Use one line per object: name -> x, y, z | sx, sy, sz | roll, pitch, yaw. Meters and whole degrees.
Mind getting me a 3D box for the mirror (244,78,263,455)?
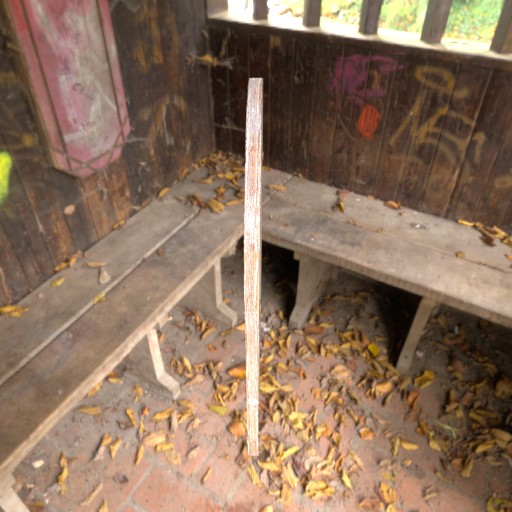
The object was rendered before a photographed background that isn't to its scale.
mirror -> 0.000, 0.000, 1.208 | 0.032, 0.920, 0.660 | 1, 40, 1
